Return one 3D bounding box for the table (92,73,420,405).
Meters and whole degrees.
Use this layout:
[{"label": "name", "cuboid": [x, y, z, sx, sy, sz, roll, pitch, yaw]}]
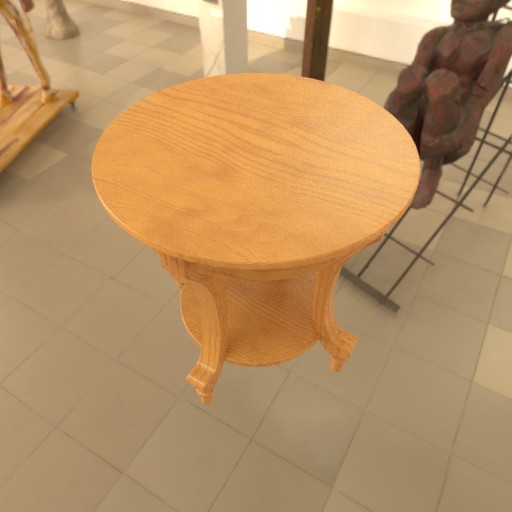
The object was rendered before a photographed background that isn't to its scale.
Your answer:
[{"label": "table", "cuboid": [0.000, 0.000, 1.051, 0.597, 0.612, 0.597, 0, 47, 0]}]
